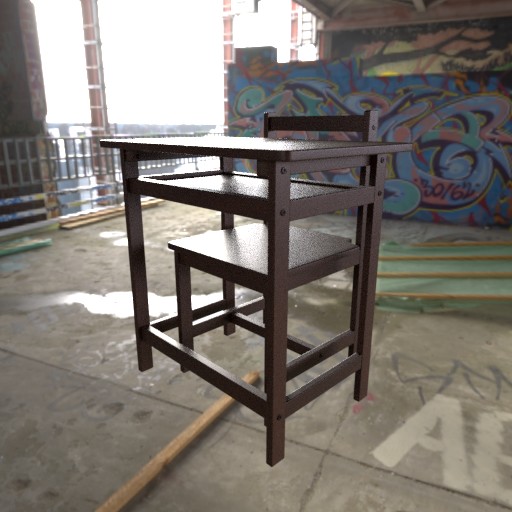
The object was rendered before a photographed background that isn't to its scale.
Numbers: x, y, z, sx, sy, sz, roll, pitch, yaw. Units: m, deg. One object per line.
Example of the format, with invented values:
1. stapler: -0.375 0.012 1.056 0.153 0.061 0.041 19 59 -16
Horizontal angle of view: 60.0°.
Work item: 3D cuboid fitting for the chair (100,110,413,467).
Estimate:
1. chair: 0.000 0.000 1.073 0.463 0.673 0.599 -16 23 -42
